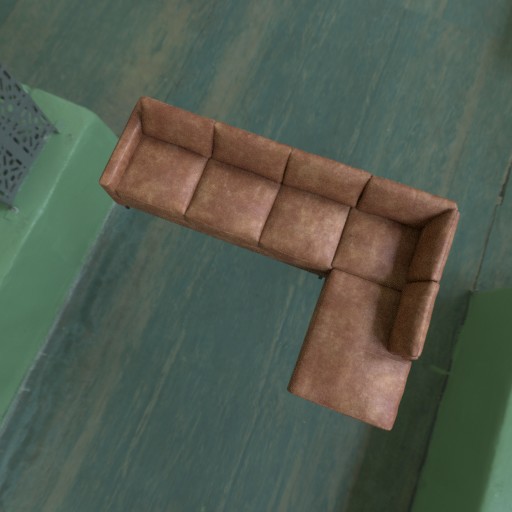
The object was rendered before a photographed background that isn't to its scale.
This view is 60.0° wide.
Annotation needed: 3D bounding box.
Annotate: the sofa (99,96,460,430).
[{"bbox_3d":[0.000,0.000,3.838,2.984,0.877,1.938,20,77,5],"label":"sofa"}]
